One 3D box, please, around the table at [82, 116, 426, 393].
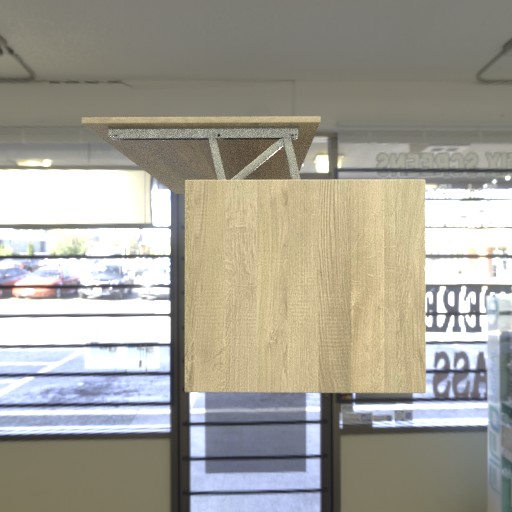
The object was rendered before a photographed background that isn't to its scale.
[{"bbox_3d":[0.000,0.000,1.414,0.712,0.570,1.000,0,0,1],"label":"table"}]
